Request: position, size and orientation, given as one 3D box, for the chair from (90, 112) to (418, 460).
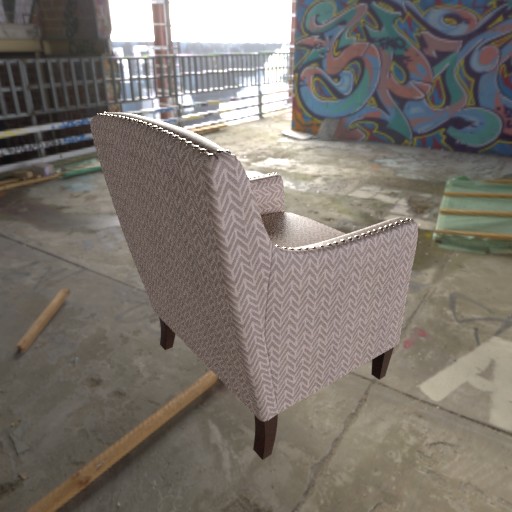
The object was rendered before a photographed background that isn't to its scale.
[{"bbox_3d":[0.000,0.000,1.289,0.651,0.816,0.623,-18,31,-32],"label":"chair"}]
